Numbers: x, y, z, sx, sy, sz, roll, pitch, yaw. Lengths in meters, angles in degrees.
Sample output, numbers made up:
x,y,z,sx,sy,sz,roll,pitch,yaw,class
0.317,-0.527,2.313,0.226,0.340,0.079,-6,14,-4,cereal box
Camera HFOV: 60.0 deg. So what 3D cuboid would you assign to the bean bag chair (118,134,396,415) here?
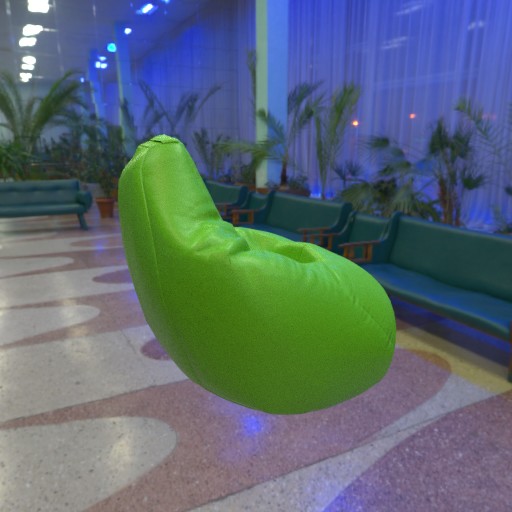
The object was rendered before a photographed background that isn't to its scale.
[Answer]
x,y,z,sx,sy,sz,roll,pitch,yaw,class
0.000,0.000,1.877,1.070,0.990,1.070,-7,16,-25,bean bag chair
